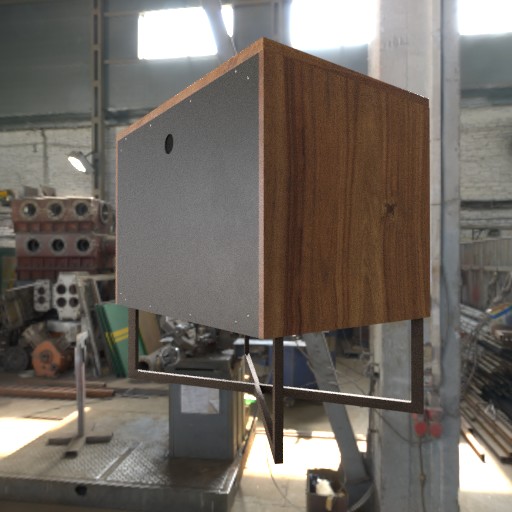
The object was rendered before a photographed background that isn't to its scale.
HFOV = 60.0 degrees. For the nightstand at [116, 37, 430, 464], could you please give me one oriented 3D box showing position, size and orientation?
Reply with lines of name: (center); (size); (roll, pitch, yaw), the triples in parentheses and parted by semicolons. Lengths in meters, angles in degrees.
nightstand: (0.000, 0.000, 0.997); (0.427, 0.615, 0.613); (0, -1, -36)
